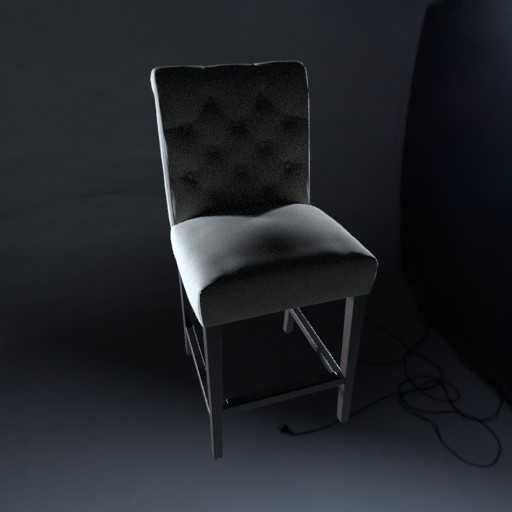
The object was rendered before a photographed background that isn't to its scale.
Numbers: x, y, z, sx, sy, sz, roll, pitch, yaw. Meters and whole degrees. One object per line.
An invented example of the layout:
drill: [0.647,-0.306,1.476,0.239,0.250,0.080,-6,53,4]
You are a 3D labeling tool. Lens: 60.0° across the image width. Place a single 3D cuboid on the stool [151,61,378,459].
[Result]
stool: [0.000,0.000,1.372,0.493,1.040,0.601,-10,32,-16]
